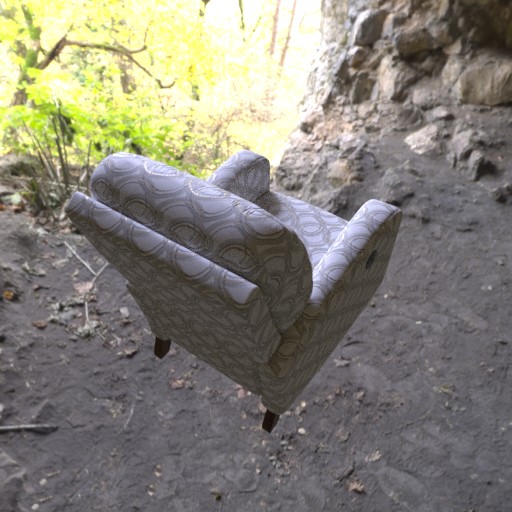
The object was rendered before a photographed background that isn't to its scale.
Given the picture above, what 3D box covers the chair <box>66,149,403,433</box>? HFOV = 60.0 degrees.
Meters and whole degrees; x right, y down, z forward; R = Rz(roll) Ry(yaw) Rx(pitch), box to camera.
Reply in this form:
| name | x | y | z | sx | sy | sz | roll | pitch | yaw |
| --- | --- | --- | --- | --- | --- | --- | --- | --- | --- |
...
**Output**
| name | x | y | z | sx | sy | sz | roll | pitch | yaw |
| --- | --- | --- | --- | --- | --- | --- | --- | --- | --- |
| chair | 0.000 | 0.000 | 1.717 | 0.796 | 1.065 | 0.995 | 26 | 52 | 23 |
